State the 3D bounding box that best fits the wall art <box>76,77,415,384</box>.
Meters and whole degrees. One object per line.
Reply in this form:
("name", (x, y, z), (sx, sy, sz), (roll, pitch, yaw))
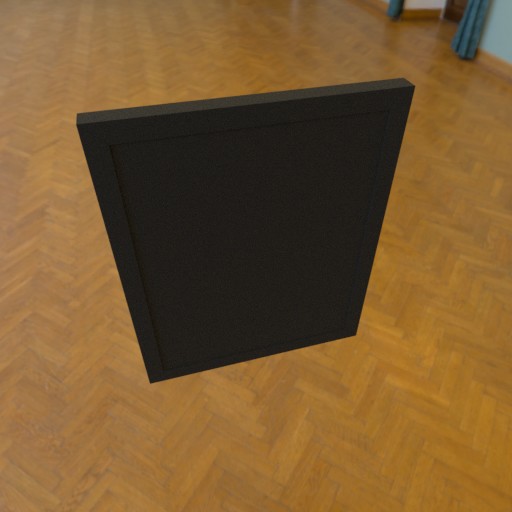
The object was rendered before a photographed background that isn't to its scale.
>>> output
("wall art", (0.000, 0.000, 0.774), (0.457, 0.559, 0.033), (-11, 43, -12))
